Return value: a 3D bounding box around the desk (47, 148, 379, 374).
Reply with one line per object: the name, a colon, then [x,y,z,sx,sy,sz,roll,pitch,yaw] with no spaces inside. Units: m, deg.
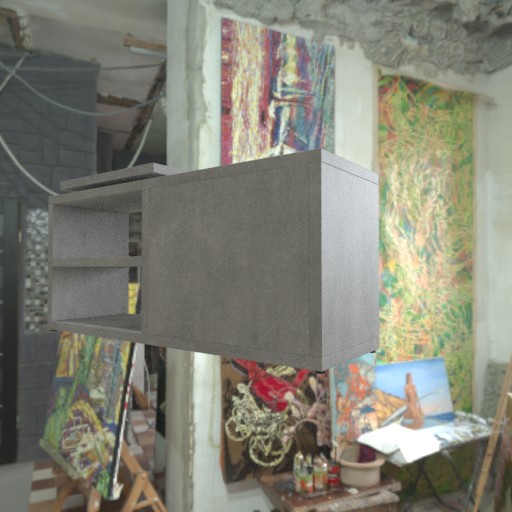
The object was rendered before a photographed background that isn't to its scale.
desk: [0.000,0.000,2.290,1.500,0.740,1.400,-1,-2,36]
